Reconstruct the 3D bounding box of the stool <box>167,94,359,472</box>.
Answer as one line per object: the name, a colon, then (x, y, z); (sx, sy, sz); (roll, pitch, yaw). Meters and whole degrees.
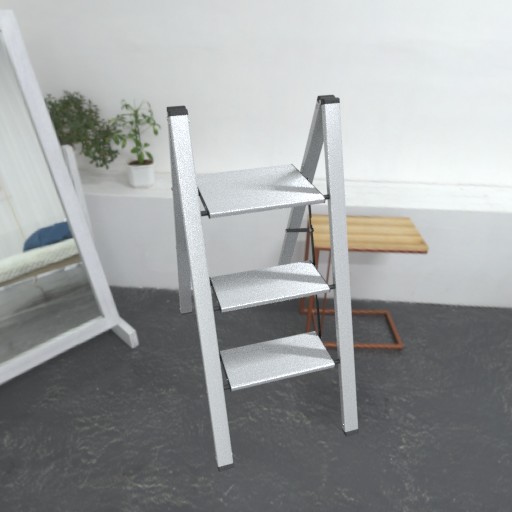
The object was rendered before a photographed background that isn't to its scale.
stool: (0.000, 0.000, 1.338); (0.441, 0.902, 0.730); (-9, 34, -14)
